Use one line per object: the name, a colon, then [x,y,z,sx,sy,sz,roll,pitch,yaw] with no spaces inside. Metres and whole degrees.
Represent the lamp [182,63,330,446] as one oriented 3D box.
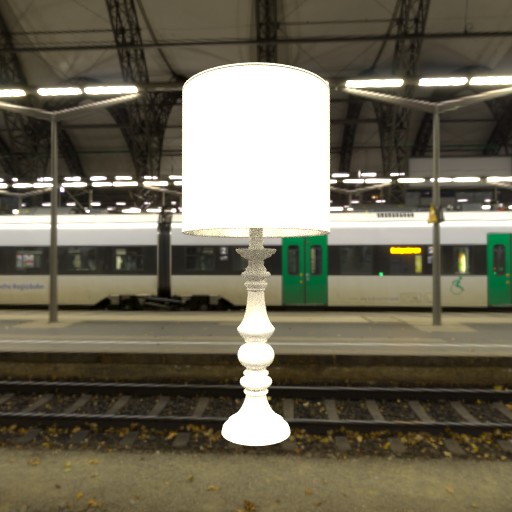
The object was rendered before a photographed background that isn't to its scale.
lamp: [0.000,0.000,0.758,0.250,0.597,0.250,0,-1,-18]
